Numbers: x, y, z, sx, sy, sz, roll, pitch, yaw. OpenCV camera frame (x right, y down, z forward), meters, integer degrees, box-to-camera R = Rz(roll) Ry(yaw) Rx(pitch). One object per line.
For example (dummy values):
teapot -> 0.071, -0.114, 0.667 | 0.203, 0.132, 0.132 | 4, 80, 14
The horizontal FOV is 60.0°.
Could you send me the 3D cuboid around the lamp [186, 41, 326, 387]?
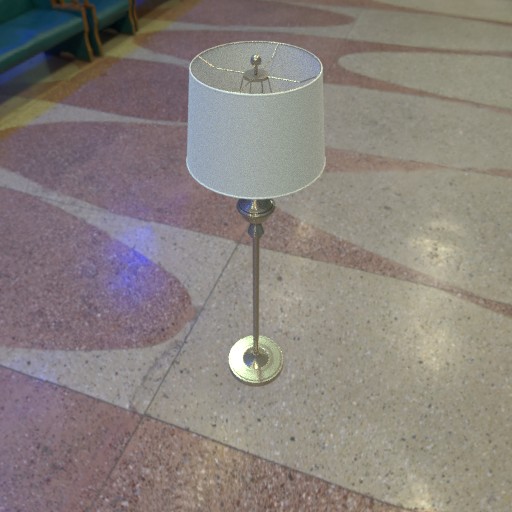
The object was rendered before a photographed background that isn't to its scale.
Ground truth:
lamp -> 0.000, 0.000, 1.685 | 0.431, 1.488, 0.431 | 0, 45, 0
